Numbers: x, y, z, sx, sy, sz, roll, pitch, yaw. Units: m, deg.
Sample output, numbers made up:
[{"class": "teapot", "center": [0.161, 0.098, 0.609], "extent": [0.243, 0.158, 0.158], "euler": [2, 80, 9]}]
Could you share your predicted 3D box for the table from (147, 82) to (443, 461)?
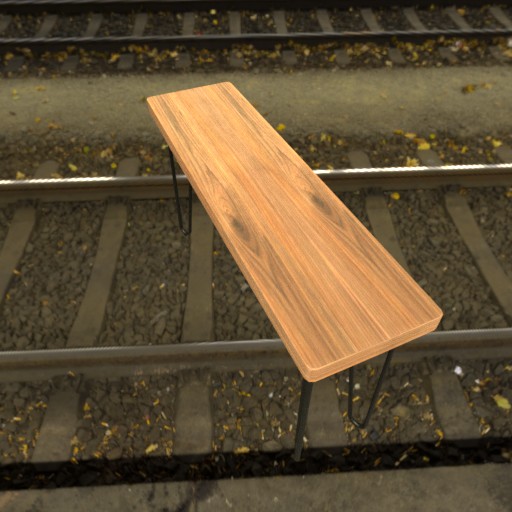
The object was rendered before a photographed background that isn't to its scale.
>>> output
[{"class": "table", "center": [0.000, 0.000, 1.933], "extent": [0.425, 0.834, 1.570], "euler": [-18, 48, -17]}]
